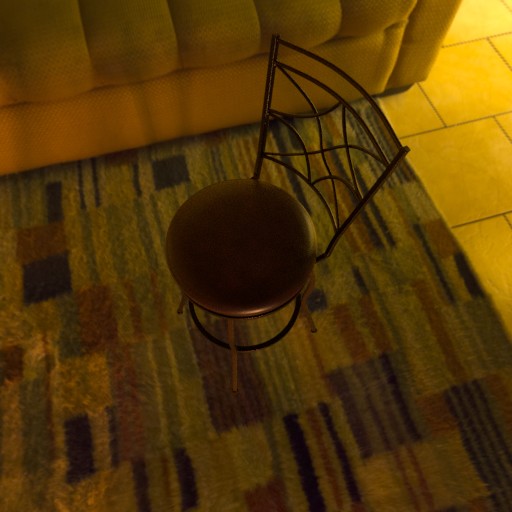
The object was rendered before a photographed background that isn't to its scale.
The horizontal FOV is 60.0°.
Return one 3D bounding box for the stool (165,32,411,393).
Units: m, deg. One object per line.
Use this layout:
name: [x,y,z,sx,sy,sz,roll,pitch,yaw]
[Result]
stool: [0.000,0.000,1.393,0.534,1.117,0.434,-34,68,-15]
